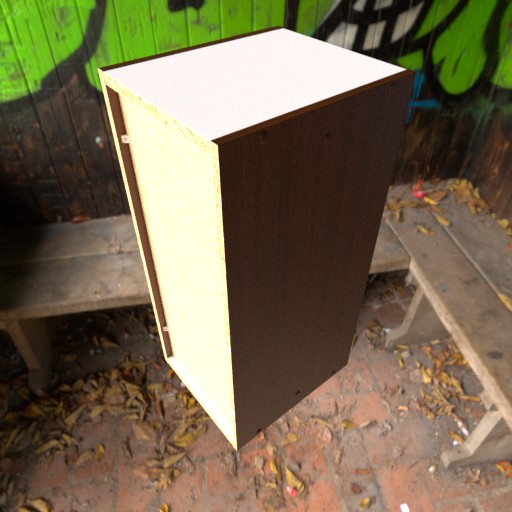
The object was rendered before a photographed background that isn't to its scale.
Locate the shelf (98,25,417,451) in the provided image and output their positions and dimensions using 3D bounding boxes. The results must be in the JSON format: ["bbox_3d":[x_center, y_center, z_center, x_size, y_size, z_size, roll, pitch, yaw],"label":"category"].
[{"bbox_3d":[0.000,0.000,0.732,0.290,0.600,0.253,-28,49,-28],"label":"shelf"}]
